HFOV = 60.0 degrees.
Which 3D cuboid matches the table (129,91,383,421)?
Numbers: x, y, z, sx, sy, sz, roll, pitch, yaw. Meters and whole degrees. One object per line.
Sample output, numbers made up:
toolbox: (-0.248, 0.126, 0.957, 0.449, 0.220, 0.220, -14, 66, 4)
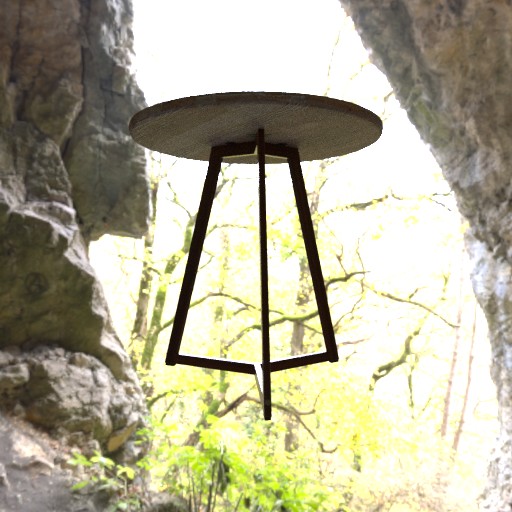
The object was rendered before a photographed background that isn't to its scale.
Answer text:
table: (0.000, 0.000, 0.910, 0.500, 0.500, 0.500, 0, 1, 0)
